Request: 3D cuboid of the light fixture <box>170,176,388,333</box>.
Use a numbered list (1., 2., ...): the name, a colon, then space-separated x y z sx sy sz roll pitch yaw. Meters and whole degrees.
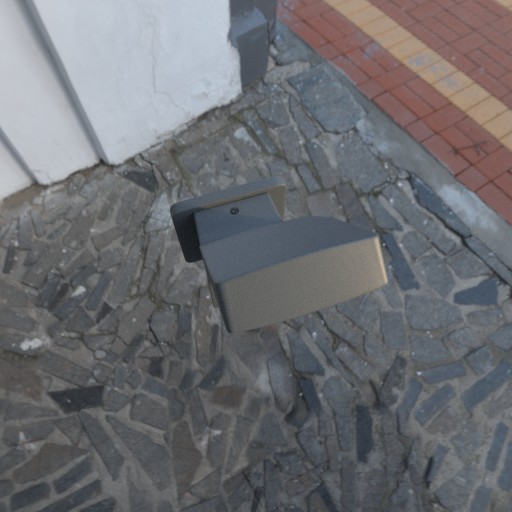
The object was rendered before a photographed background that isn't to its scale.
1. light fixture: 0.000 0.000 0.340 0.108 0.243 0.174 -16 64 -8
